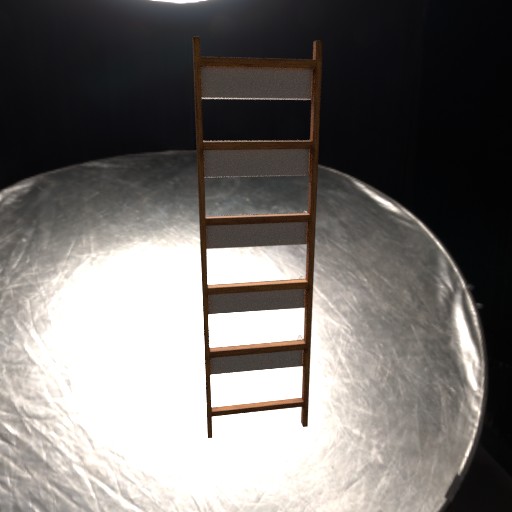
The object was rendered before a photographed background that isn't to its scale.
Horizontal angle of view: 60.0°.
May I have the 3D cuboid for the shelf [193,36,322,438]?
[{"bbox_3d":[0.000,0.000,1.815,0.454,1.600,0.141,-3,17,-10],"label":"shelf"}]
